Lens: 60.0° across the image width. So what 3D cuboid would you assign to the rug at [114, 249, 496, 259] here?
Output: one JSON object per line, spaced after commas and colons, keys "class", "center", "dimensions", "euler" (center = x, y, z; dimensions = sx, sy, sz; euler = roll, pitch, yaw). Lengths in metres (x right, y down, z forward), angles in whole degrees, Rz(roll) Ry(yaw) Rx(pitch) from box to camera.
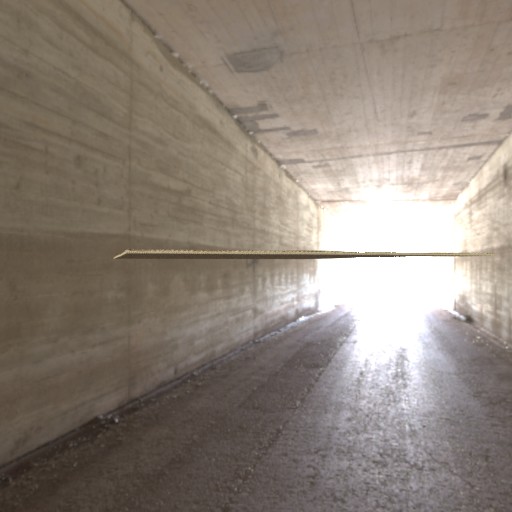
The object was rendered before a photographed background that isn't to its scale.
{"class": "rug", "center": [0.000, 0.000, 4.061], "dimensions": [2.429, 0.030, 3.052], "euler": [0, -1, -19]}
